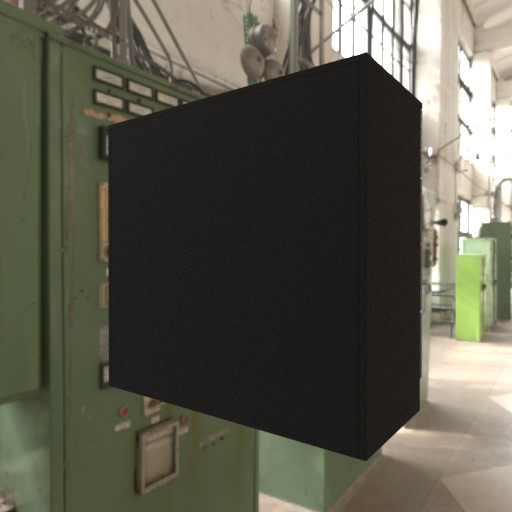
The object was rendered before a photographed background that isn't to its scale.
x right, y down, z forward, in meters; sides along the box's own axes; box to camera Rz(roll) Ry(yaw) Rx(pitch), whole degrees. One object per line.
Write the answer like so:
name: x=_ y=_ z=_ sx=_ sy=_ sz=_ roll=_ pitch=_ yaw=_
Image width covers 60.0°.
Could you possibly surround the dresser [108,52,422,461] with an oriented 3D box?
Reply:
dresser: x=0.000 y=0.000 z=1.146 sx=0.750 sy=0.720 sz=0.360 roll=0 pitch=0 yaw=37
